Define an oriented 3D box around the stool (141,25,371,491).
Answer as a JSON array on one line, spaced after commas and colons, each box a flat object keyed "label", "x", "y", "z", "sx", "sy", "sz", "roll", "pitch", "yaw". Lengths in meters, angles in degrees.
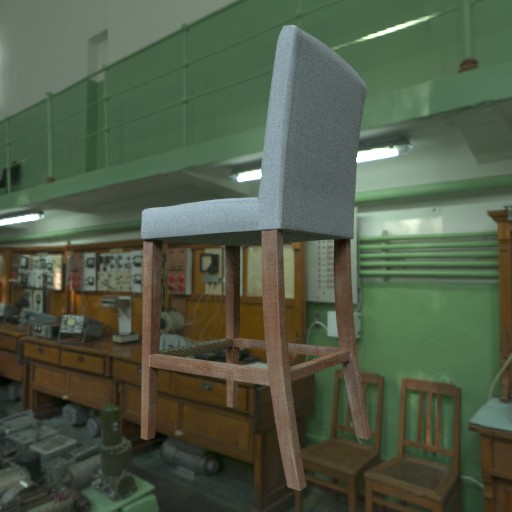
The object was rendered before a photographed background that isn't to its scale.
[{"label": "stool", "x": 0.000, "y": 0.000, "z": 1.344, "sx": 0.570, "sy": 1.088, "sz": 0.439, "roll": -2, "pitch": -3, "yaw": 37}]
